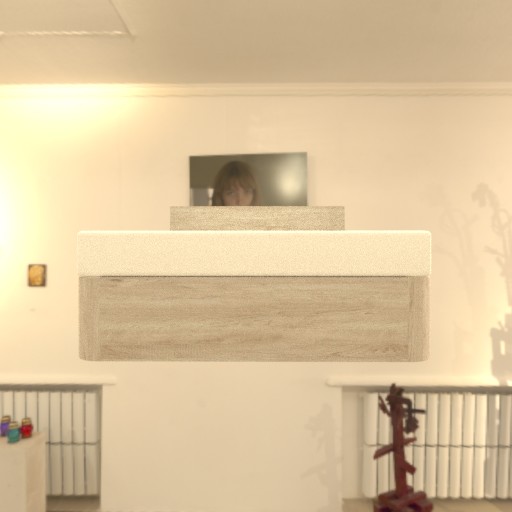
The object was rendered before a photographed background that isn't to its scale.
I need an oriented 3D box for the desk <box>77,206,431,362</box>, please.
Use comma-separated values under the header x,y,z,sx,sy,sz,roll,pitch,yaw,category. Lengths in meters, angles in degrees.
x,y,z,sx,sy,sz,roll,pitch,yaw,category
0.000,0.000,2.624,1.400,0.800,1.900,0,0,1,desk
